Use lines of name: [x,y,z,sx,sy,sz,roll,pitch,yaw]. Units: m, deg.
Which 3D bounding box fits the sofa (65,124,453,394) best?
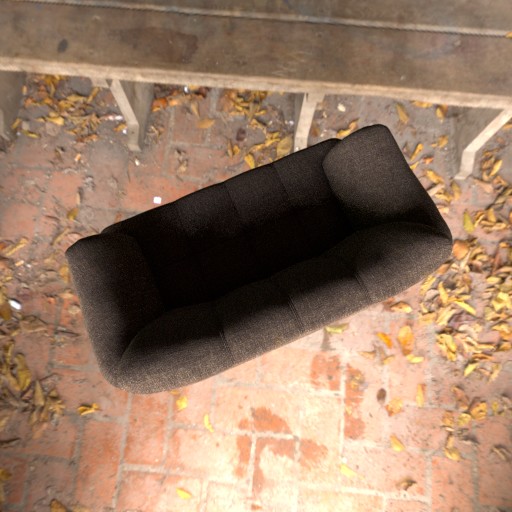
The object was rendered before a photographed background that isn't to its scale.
sofa: [0.000,0.000,1.917,1.404,0.895,0.799,-23,77,-5]
